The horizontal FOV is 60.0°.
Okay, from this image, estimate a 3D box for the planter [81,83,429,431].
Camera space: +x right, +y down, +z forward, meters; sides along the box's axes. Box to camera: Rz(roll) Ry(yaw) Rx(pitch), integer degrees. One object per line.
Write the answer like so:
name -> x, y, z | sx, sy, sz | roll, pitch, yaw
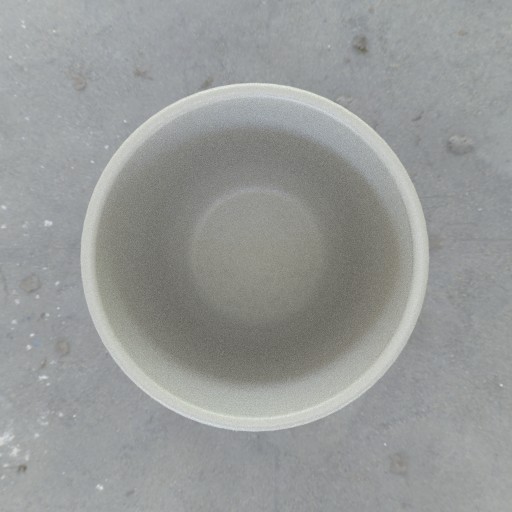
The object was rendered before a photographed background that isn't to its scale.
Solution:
planter -> 0.000, 0.000, 0.210 | 0.124, 0.109, 0.124 | 0, 91, 1
